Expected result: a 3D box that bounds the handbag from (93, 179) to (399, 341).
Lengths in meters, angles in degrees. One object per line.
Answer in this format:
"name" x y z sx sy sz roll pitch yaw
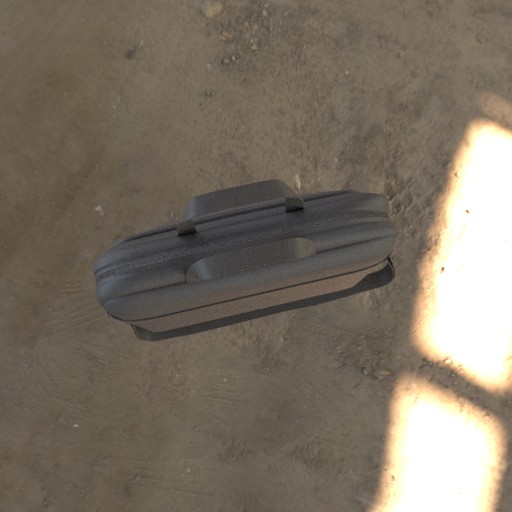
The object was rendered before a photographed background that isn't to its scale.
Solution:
"handbag" 0.000 0.000 0.580 0.429 0.330 0.126 -13 76 -3
